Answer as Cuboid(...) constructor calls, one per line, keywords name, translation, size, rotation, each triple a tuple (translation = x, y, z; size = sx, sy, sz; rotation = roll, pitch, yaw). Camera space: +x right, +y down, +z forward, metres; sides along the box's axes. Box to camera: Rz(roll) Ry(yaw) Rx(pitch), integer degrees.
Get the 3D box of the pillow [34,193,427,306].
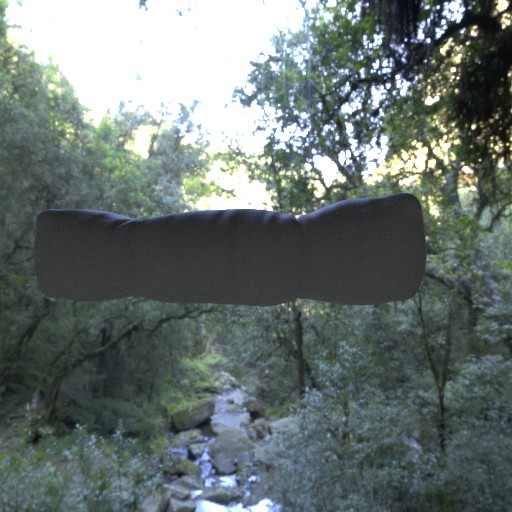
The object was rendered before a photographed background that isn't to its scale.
Cuboid(name="pillow", translation=(0.000, 0.000, 0.722), size=(0.490, 0.128, 0.468), rotation=(0, -1, 17))
